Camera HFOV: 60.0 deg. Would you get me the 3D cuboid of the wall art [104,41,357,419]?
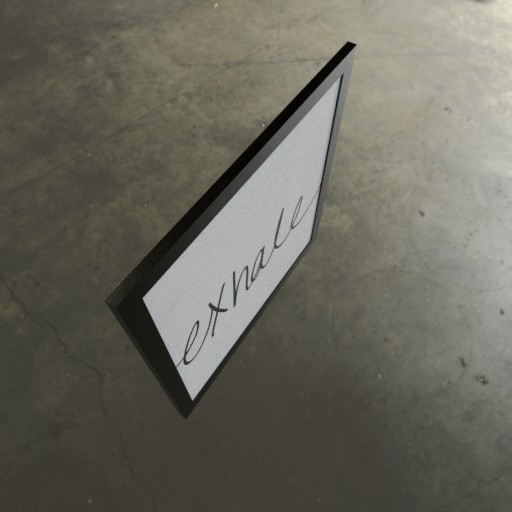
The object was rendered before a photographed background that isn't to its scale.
[{"bbox_3d":[0.000,0.000,0.662,0.014,0.445,0.446,30,63,17],"label":"wall art"}]
